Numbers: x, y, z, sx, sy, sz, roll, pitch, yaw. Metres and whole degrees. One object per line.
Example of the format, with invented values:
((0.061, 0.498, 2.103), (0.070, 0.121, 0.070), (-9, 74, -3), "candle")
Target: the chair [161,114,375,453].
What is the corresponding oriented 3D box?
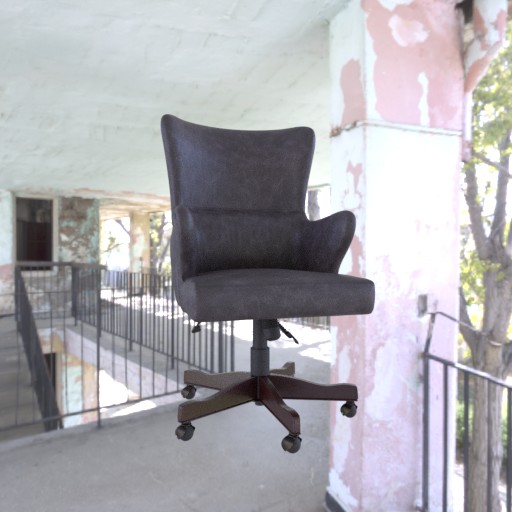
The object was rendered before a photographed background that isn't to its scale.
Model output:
((0.000, 0.000, 1.487), (0.594, 1.037, 0.717), (0, 1, -17), "chair")
